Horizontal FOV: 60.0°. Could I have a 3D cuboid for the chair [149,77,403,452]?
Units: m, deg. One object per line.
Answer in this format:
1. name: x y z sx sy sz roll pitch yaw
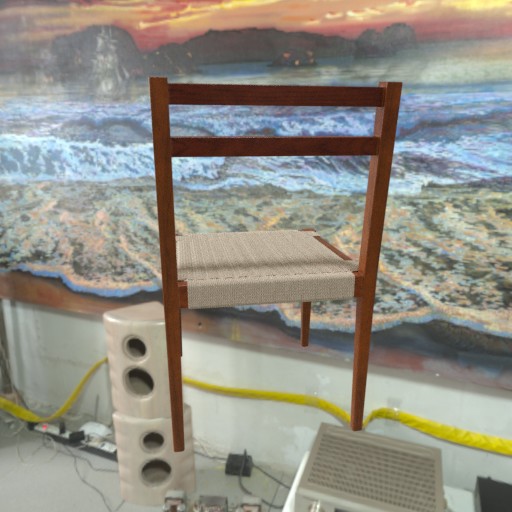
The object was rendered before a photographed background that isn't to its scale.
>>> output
1. chair: 0.000 0.000 1.215 0.495 0.851 0.569 -3 16 -10
